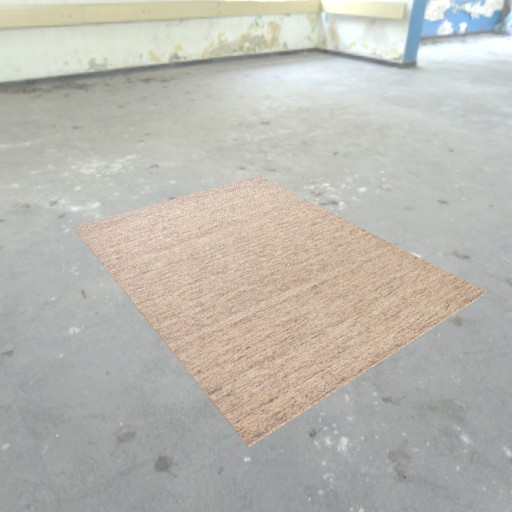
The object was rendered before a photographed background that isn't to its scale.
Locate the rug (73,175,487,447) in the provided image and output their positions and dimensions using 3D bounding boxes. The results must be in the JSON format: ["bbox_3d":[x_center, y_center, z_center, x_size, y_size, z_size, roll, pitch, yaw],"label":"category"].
[{"bbox_3d":[0.000,0.000,4.187,2.448,0.013,3.205,-21,38,-30],"label":"rug"}]
